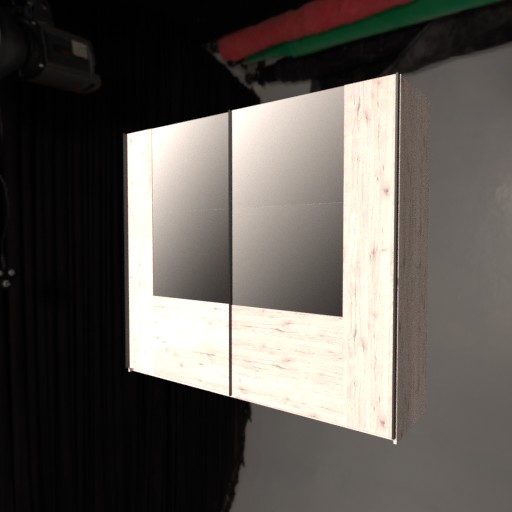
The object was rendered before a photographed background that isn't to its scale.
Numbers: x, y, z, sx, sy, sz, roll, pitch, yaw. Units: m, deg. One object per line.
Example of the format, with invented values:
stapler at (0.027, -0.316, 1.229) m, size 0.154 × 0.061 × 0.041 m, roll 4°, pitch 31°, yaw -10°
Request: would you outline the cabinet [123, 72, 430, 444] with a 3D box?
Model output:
cabinet at (0.000, 0.000, 3.578) m, size 2.500 × 2.180 × 0.660 m, roll 2°, pitch 3°, yaw 36°
